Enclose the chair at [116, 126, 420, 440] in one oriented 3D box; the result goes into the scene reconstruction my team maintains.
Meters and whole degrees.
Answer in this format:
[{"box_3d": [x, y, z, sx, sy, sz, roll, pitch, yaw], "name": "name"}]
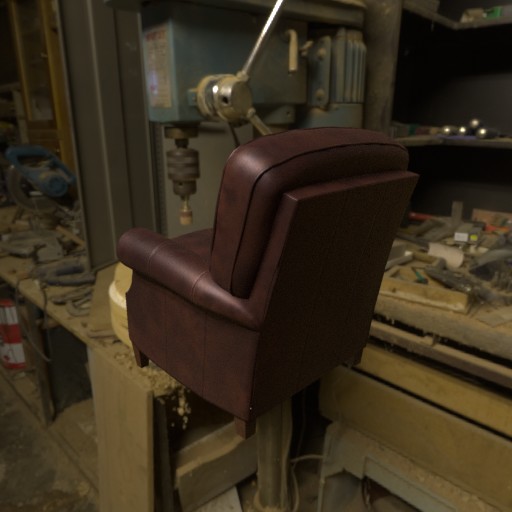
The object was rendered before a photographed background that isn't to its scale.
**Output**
[{"box_3d": [0.000, 0.000, 1.793, 0.936, 1.018, 0.986, -17, 24, -42], "name": "chair"}]
